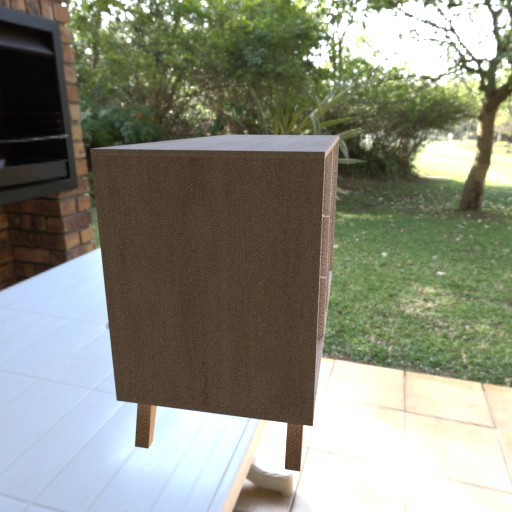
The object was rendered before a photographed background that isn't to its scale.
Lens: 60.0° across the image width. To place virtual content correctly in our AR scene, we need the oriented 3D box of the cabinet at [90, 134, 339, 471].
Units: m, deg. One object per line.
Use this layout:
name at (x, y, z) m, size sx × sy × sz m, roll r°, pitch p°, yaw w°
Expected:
cabinet at (0.000, 0.000, 1.537) m, size 0.500 × 0.780 × 1.110 m, roll 3°, pitch 17°, yaw 11°
